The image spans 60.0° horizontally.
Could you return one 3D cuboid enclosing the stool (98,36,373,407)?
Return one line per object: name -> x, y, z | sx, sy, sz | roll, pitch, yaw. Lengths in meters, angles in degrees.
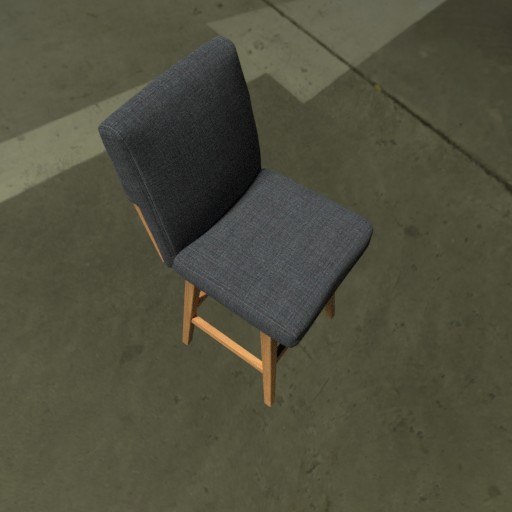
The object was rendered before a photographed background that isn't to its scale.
stool -> 0.000, 0.000, 1.412 | 0.570, 1.112, 0.483 | 32, 63, 18
